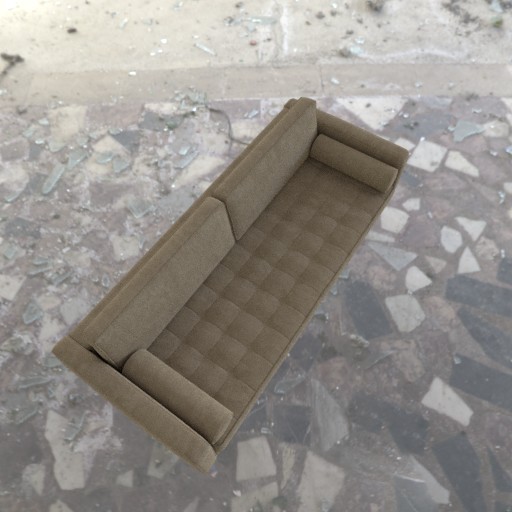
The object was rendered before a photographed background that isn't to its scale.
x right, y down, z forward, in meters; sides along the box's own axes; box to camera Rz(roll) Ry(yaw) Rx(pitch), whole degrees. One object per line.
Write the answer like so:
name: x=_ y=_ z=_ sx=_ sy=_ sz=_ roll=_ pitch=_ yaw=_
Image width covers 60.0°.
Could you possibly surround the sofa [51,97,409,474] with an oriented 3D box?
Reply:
sofa: x=0.000 y=0.000 z=2.606 sx=0.919 sy=0.770 sz=2.200 roll=30 pitch=64 yaw=17
